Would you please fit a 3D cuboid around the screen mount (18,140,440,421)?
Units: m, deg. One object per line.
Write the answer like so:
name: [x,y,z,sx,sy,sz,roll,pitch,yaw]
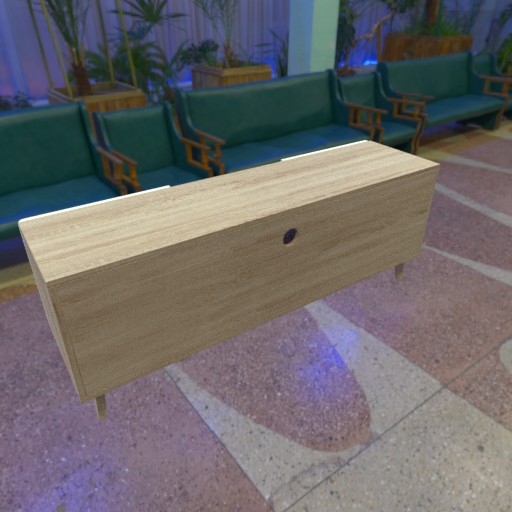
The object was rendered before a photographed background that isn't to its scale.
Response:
screen mount: [0.000,0.000,1.720,1.500,0.570,0.420,-19,36,-28]
